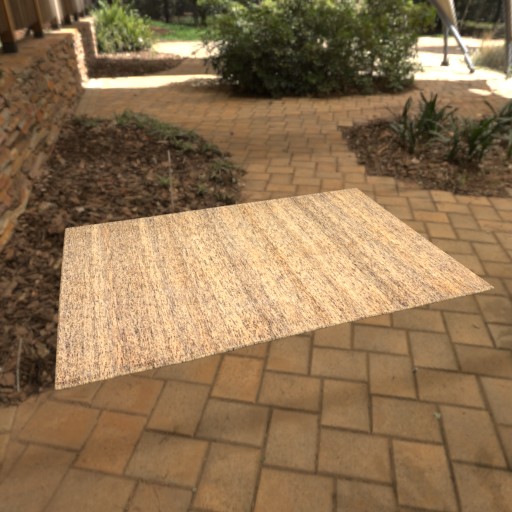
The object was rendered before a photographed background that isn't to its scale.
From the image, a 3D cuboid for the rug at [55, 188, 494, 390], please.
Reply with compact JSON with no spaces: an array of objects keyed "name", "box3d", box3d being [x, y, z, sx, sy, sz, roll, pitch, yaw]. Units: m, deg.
[{"name":"rug","box3d":[0.000,0.000,2.233,1.846,0.014,1.243,-10,32,-16]}]
